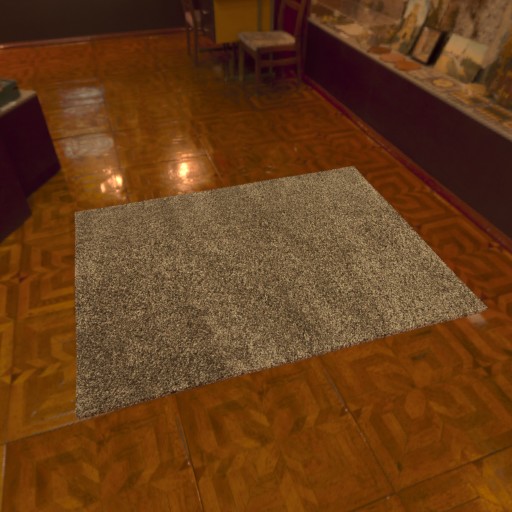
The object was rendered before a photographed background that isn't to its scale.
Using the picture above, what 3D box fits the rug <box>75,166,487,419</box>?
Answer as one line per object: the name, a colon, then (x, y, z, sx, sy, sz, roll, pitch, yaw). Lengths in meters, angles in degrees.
rug: (0.000, 0.000, 2.056, 1.601, 0.025, 1.198, -12, 42, -13)
